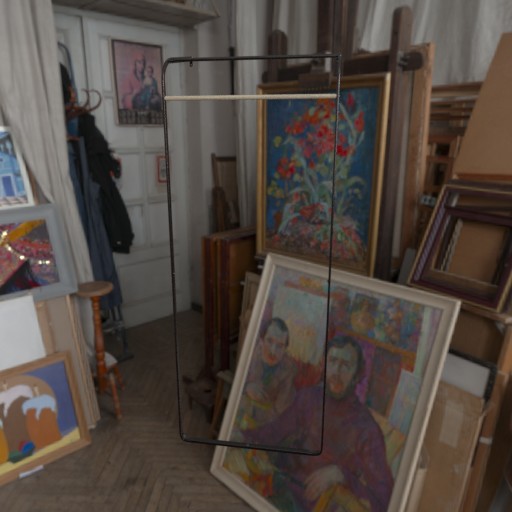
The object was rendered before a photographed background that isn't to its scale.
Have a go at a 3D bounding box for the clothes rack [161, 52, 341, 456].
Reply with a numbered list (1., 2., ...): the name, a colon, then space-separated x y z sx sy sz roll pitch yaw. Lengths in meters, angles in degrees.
1. clothes rack: 0.000 0.000 1.807 0.609 1.574 0.349 2 15 9
